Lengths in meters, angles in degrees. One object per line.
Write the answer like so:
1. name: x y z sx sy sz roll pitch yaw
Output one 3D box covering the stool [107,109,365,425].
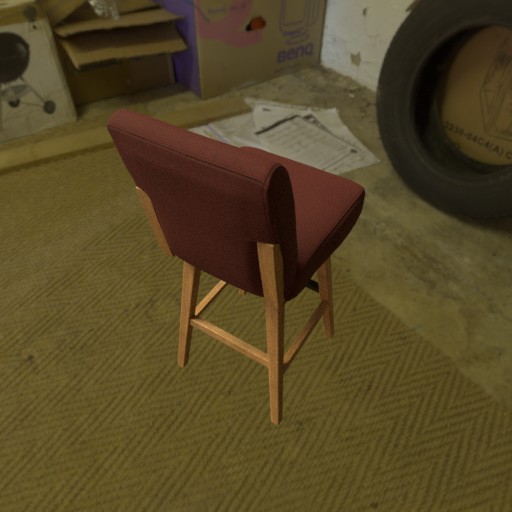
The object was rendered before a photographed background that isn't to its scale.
1. stool: 0.000 0.000 1.389 0.468 1.093 0.562 24 50 22
